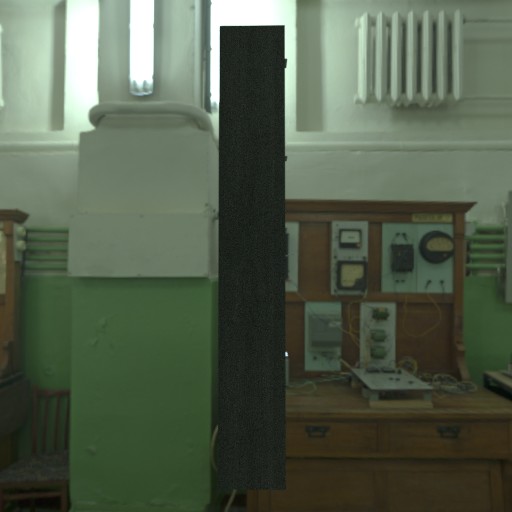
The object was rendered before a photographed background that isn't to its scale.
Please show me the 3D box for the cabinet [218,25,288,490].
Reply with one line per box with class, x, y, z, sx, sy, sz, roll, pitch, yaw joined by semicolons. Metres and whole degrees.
cabinet;0.000;0.000;1.815;0.255;1.630;0.520;0;-2;1
